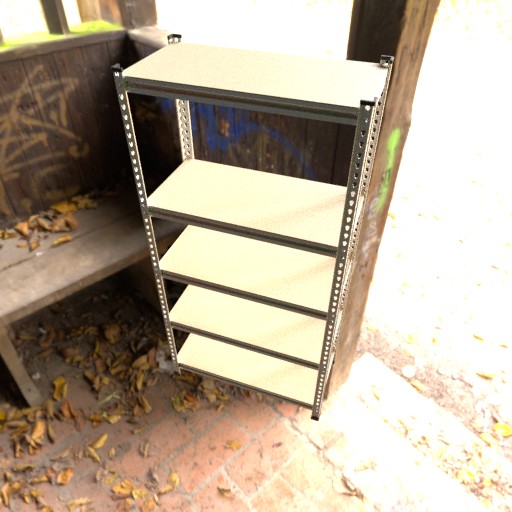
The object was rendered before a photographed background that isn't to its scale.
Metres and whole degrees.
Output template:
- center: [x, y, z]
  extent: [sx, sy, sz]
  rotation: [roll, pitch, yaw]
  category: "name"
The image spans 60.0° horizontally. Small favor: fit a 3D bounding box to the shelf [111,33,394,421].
- center: [0.000, 0.000, 2.177]
  extent: [0.914, 1.829, 0.457]
  rotation: [13, 43, 15]
  category: "shelf"
